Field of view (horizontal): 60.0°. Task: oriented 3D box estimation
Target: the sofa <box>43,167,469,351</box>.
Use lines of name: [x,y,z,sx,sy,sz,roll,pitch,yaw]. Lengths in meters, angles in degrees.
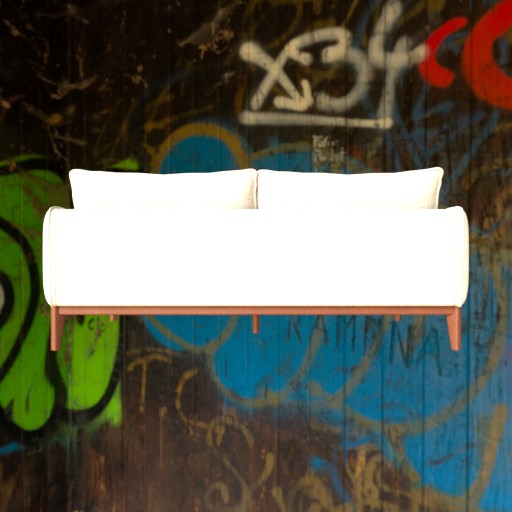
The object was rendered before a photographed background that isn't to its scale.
sofa: [0.000,0.000,2.492,1.989,0.860,0.991,0,1,0]
